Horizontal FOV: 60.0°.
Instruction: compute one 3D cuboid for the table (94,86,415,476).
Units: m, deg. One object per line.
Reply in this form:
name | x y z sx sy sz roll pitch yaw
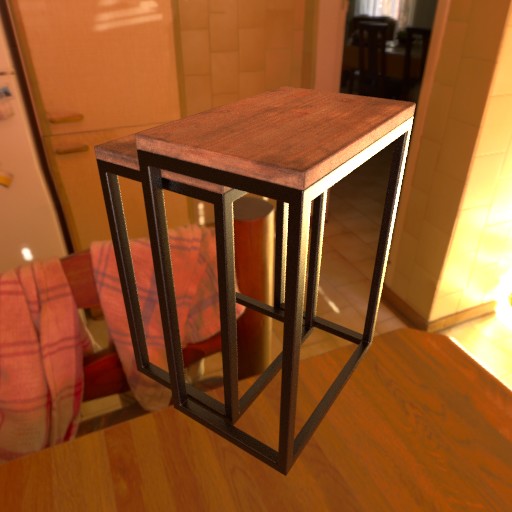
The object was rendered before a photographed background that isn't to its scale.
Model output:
table | 0.000 0.000 0.956 0.460 0.615 0.456 21 37 30
